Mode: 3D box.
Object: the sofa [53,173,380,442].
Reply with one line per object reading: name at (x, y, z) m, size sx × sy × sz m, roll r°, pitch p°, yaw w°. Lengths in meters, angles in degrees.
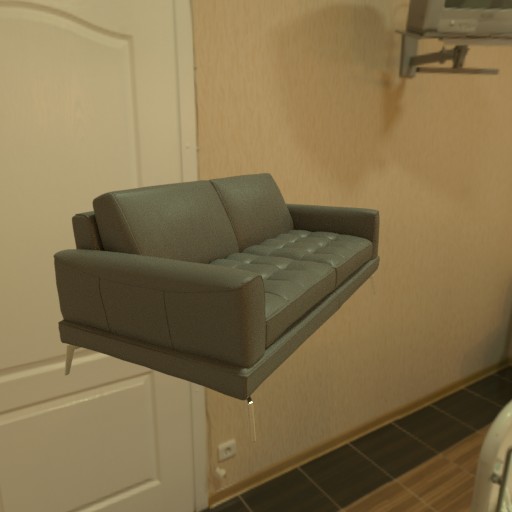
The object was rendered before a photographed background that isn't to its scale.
sofa at (0.000, 0.000, 2.790) m, size 1.121 × 0.930 × 2.177 m, roll 8°, pitch 16°, yaw 28°
